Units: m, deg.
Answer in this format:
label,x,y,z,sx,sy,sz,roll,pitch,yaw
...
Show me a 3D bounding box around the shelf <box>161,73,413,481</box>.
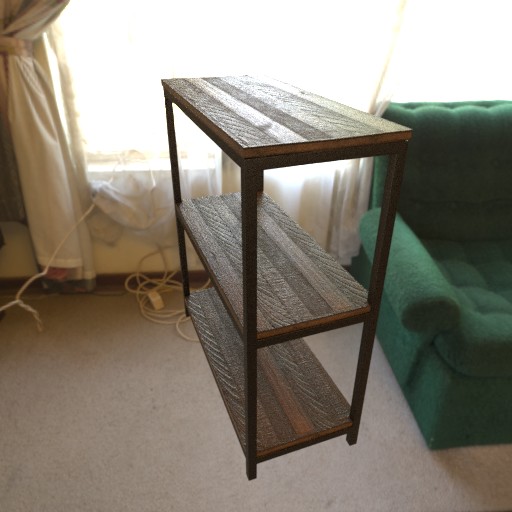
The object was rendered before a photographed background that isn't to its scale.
label,x,y,z,sx,sy,sz,roll,pitch,yaw
shelf,0.000,0.000,1.389,0.352,0.947,0.822,-10,32,-18
